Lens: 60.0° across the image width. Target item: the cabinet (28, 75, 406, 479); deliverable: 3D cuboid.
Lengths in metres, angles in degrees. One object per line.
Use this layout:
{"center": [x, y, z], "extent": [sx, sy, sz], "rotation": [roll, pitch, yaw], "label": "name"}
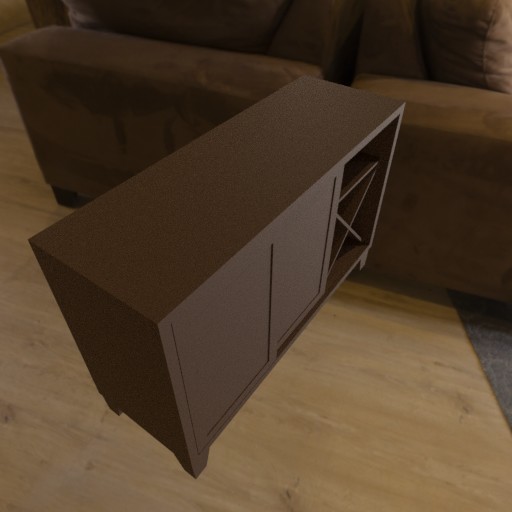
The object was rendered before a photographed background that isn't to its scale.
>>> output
{"center": [0.000, 0.000, 1.794], "extent": [0.482, 0.914, 1.396], "rotation": [26, 49, 25], "label": "cabinet"}
